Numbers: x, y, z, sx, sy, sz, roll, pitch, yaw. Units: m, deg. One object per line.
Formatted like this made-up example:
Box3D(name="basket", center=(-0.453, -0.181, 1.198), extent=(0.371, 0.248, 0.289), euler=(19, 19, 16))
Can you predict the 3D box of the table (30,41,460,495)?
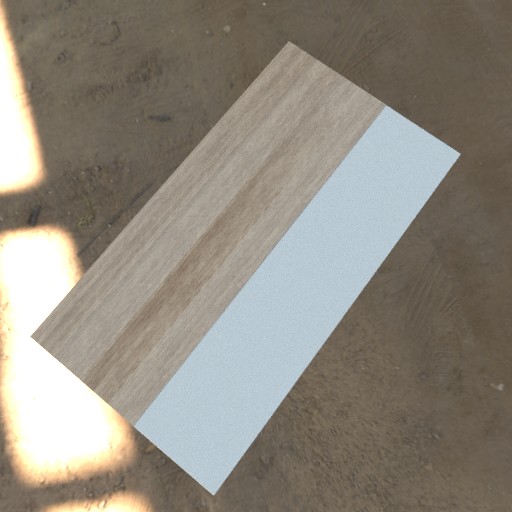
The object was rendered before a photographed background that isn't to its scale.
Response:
Box3D(name="table", center=(0.000, 0.000, 1.351), extent=(0.600, 0.350, 1.100), euler=(37, 79, 8))
